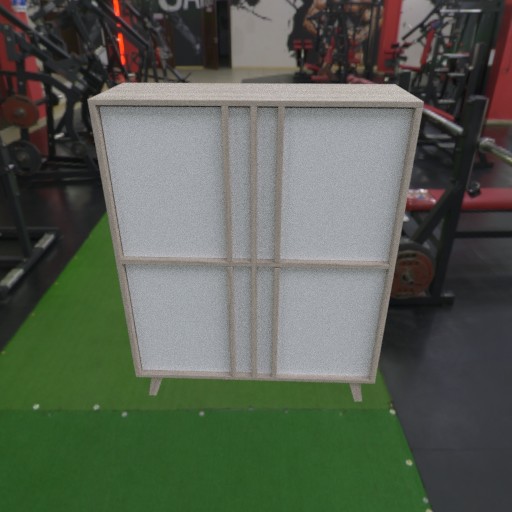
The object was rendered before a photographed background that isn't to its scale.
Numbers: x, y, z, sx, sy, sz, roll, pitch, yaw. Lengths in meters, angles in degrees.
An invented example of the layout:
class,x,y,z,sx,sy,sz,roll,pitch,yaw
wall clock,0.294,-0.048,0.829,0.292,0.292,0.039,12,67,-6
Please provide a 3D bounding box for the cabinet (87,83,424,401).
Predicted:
class,x,y,z,sx,sy,sz,roll,pitch,yaw
cabinet,0.000,0.000,1.969,1.111,1.388,0.398,1,29,2
